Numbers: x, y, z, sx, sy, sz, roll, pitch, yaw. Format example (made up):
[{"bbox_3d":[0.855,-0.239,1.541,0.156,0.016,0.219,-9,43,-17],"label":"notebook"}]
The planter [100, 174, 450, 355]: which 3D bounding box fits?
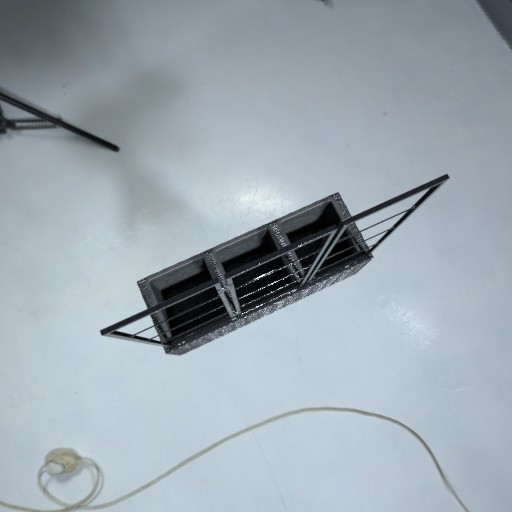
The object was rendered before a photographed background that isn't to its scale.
[{"bbox_3d":[0.000,0.000,1.196,0.698,0.841,0.244,-24,77,-6],"label":"planter"}]
